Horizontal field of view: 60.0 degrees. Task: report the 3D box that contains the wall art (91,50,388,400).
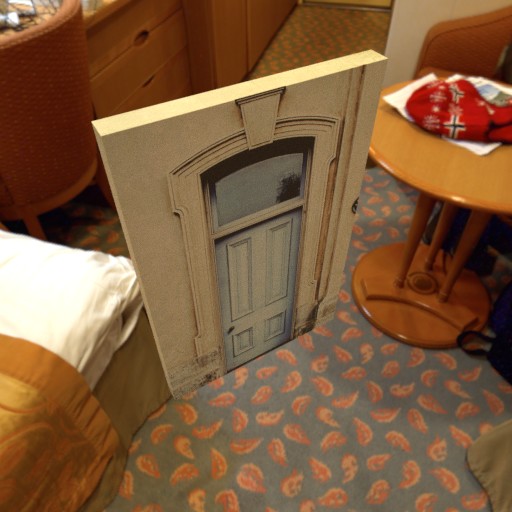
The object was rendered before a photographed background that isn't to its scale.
[{"bbox_3d":[0.000,0.000,0.770,0.403,0.607,0.036,-23,50,-21],"label":"wall art"}]
